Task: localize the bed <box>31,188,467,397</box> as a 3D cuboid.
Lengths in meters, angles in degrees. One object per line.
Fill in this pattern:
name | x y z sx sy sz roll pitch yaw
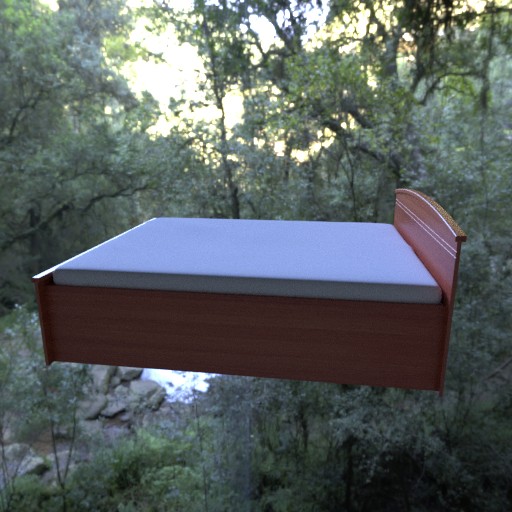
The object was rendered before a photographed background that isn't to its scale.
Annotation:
bed | 0.000 0.000 2.917 2.053 0.848 1.683 2 15 8
